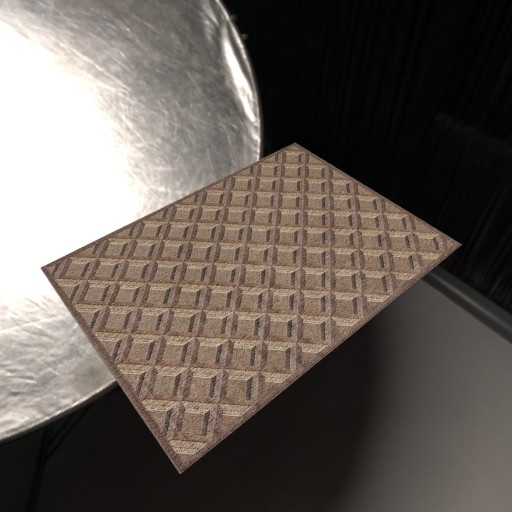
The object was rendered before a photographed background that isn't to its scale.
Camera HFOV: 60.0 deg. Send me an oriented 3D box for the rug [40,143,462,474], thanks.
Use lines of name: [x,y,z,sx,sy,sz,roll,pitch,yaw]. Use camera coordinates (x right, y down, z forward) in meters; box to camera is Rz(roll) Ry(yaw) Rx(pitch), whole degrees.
rug: [0.000,0.000,4.252,3.294,0.018,2.382,-31,54,-26]
